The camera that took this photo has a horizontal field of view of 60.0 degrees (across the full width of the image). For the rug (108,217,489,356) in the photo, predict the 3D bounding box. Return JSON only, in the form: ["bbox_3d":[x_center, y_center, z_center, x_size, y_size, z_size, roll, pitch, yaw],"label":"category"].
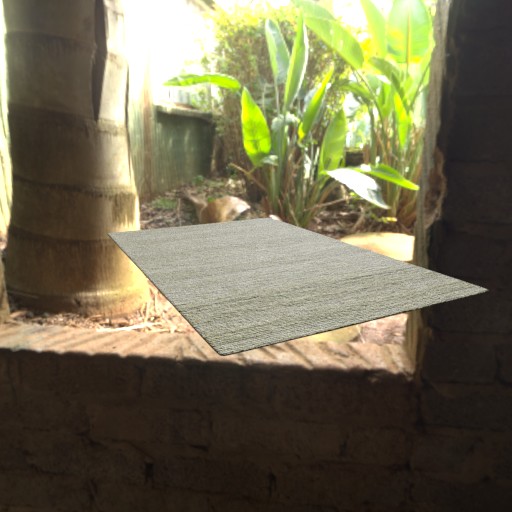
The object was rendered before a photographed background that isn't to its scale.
[{"bbox_3d":[0.000,0.000,2.217,1.143,0.010,1.758,-8,17,-27],"label":"rug"}]
